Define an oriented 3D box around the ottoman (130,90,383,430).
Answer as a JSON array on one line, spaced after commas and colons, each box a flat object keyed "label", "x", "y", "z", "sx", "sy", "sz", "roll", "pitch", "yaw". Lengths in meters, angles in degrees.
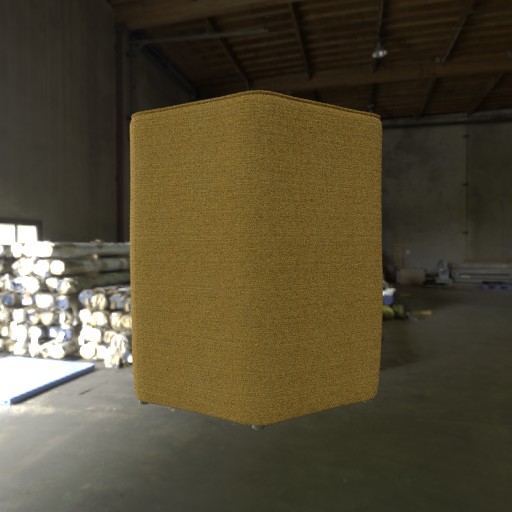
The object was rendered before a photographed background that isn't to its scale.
[{"label": "ottoman", "x": 0.000, "y": 0.000, "z": 0.876, "sx": 0.443, "sy": 0.502, "sz": 0.494, "roll": 0, "pitch": 1, "yaw": -1}]
